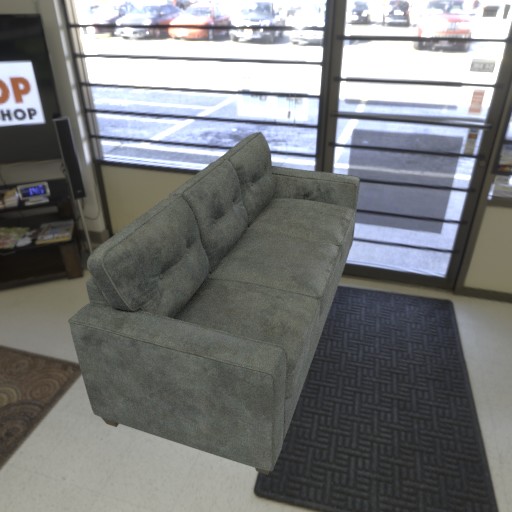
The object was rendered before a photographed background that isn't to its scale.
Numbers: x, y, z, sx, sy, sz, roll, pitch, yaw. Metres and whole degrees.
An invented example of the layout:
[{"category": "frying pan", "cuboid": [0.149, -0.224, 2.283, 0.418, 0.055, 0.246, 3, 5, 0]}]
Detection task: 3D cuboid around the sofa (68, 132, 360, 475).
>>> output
[{"category": "sofa", "cuboid": [0.000, 0.000, 2.643, 0.939, 0.965, 2.133, 10, 32, 17]}]
